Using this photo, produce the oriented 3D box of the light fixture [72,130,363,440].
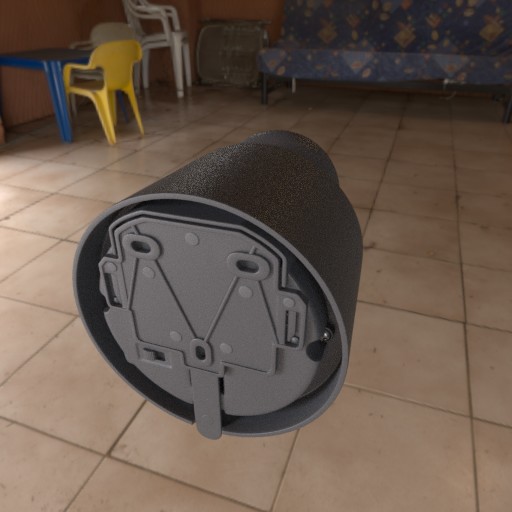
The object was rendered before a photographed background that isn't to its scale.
[{"bbox_3d":[0.000,0.000,0.267,0.134,0.143,0.160,10,32,16],"label":"light fixture"}]
